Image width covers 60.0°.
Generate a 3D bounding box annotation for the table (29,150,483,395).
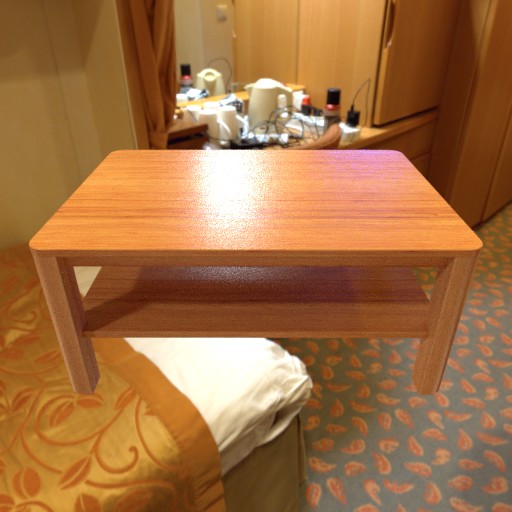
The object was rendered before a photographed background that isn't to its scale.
[{"bbox_3d":[0.000,0.000,1.356,0.997,0.445,0.696,0,31,0],"label":"table"}]
